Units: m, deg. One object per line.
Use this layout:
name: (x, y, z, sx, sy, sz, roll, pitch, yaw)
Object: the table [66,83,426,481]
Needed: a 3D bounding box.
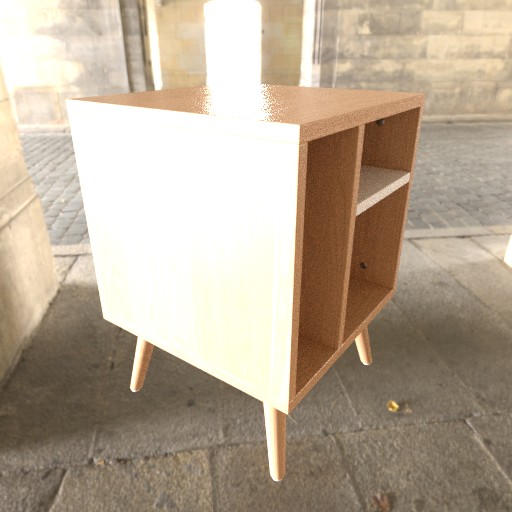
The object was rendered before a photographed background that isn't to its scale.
table: (0.000, 0.000, 0.807, 0.400, 0.550, 0.400, 17, 30, 32)
